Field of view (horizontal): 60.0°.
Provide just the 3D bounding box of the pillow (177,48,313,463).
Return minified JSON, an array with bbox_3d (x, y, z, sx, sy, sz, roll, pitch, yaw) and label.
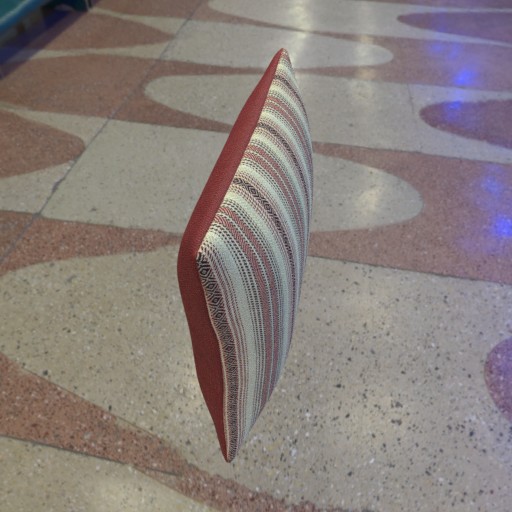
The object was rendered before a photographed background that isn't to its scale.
[{"bbox_3d":[0.000,0.000,0.752,0.166,0.497,0.513,8,46,8],"label":"pillow"}]
